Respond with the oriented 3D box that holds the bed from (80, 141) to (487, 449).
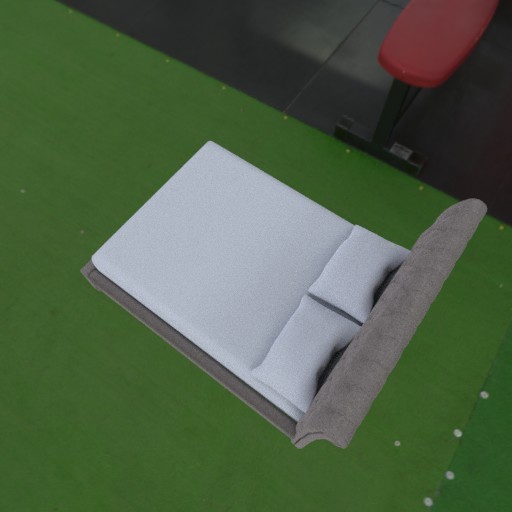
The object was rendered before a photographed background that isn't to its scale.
[{"bbox_3d":[0.000,0.000,3.229,2.252,1.371,1.645,33,68,15],"label":"bed"}]
